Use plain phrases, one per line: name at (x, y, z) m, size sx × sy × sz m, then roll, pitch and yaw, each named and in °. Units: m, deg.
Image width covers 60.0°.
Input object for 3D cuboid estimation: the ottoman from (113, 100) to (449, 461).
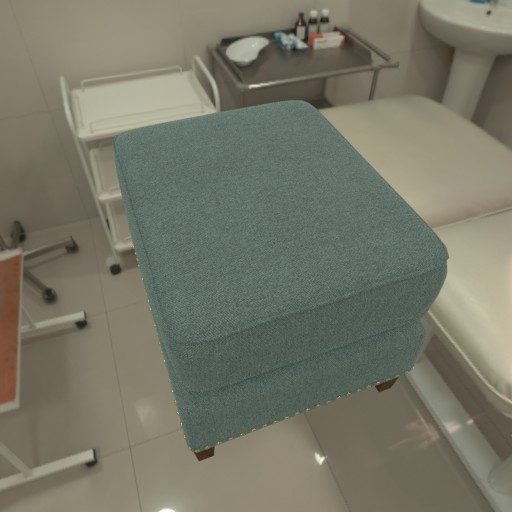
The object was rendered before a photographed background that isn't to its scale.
ottoman at (0.000, 0.000, 1.150) m, size 0.589 × 0.537 × 0.738 m, roll -15°, pitch 48°, yaw -14°
